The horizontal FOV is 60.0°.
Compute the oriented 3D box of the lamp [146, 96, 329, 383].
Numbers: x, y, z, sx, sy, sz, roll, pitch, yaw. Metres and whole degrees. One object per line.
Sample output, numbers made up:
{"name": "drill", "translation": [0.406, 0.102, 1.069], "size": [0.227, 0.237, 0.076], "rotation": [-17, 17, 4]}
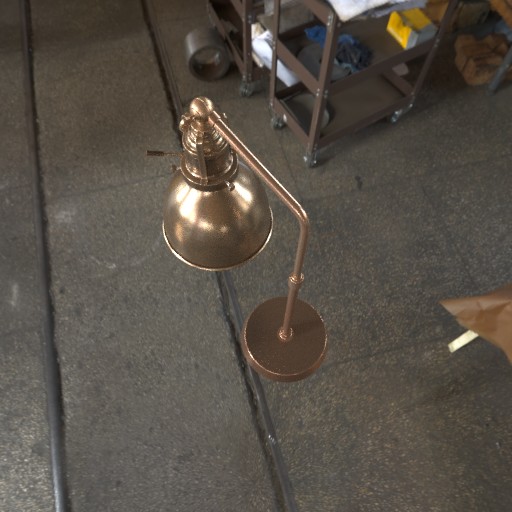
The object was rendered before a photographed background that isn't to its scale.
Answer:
{"name": "lamp", "translation": [0.000, 0.000, 0.592], "size": [0.286, 0.456, 0.153], "rotation": [37, 69, 17]}
